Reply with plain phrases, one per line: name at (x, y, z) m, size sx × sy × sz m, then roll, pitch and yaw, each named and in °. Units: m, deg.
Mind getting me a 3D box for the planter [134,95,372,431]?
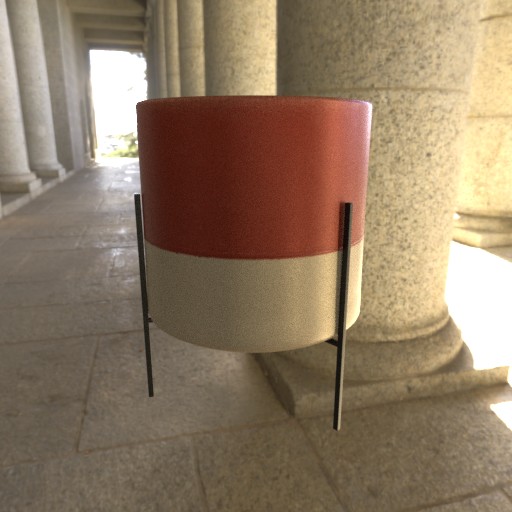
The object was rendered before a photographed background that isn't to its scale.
planter at (0.000, 0.000, 0.716) m, size 0.345 × 0.465 × 0.354 m, roll -14°, pitch 21°, yaw -42°
